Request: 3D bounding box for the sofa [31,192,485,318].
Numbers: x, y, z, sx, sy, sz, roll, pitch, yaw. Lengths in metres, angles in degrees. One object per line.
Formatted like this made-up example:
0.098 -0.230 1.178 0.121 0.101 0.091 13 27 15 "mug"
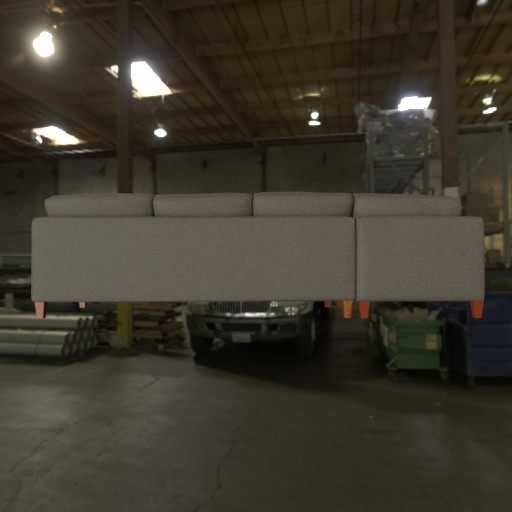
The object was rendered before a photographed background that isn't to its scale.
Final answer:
0.000 0.000 4.432 3.302 0.947 2.593 0 -1 -1 "sofa"
